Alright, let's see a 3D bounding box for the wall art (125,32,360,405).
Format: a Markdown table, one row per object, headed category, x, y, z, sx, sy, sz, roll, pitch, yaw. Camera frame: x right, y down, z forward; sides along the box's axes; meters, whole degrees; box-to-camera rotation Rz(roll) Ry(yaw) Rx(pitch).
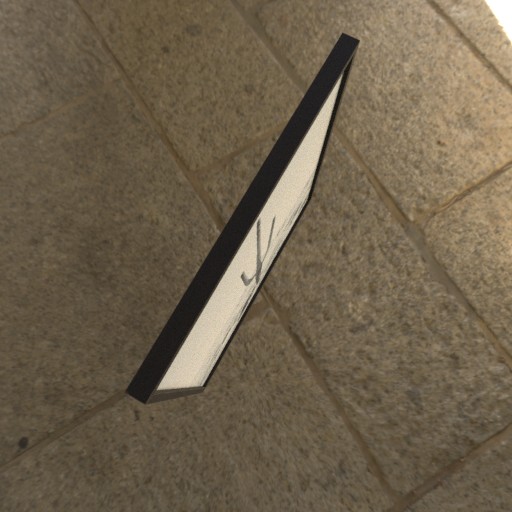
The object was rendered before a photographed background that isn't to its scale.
| category | x | y | z | sx | sy | sz | roll | pitch | yaw |
| --- | --- | --- | --- | --- | --- | --- | --- | --- | --- |
| wall art | 0.000 | 0.000 | 1.132 | 0.038 | 0.762 | 0.762 | 28 | 76 | 8 |
